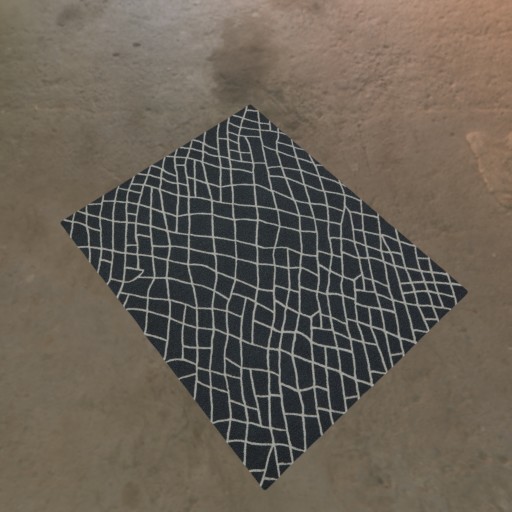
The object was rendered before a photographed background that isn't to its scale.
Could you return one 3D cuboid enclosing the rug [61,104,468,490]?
[{"bbox_3d":[0.000,0.000,4.147,2.439,0.022,3.047,-37,68,-17],"label":"rug"}]
